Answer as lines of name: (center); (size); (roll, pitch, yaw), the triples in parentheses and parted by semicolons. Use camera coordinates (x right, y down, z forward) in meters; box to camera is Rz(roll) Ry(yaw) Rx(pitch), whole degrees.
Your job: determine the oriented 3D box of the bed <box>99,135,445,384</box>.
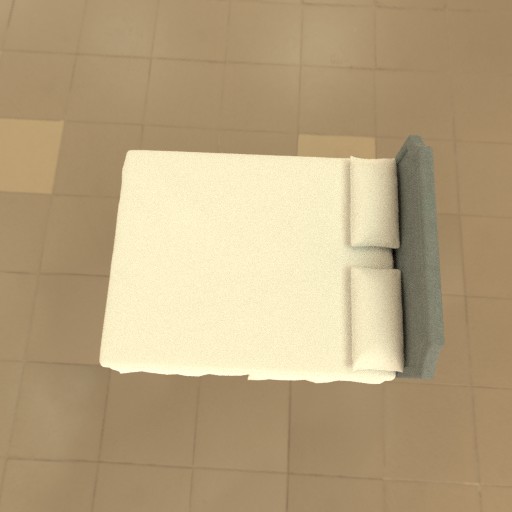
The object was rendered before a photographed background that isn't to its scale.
bed: (0.000, 0.000, 3.623); (2.464, 1.306, 1.977); (3, 75, 1)
